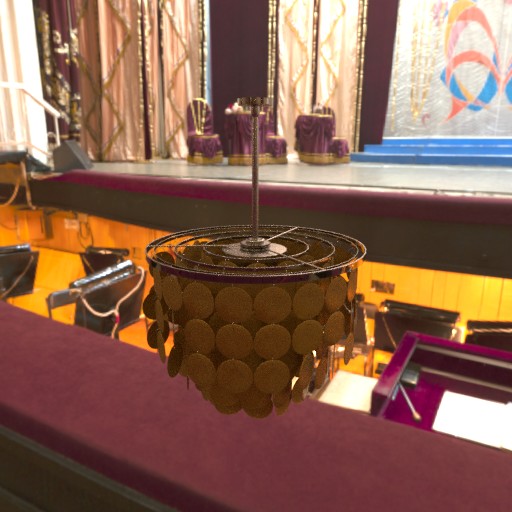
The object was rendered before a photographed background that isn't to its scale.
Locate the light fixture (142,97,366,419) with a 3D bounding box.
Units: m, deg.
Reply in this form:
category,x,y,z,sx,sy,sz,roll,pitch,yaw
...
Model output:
category,x,y,z,sx,sy,sz,roll,pitch,yaw
light fixture,0.000,0.000,0.735,0.368,0.492,0.368,0,14,0
